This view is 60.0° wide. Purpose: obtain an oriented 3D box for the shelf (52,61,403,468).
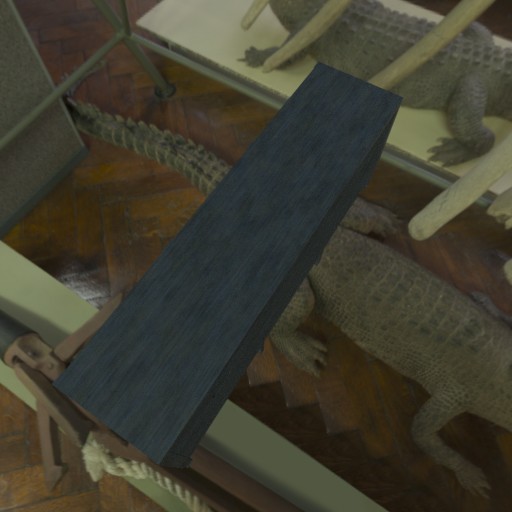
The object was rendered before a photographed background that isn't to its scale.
[{"bbox_3d":[0.000,0.000,2.132,0.471,0.715,1.878,30,67,14],"label":"shelf"}]
